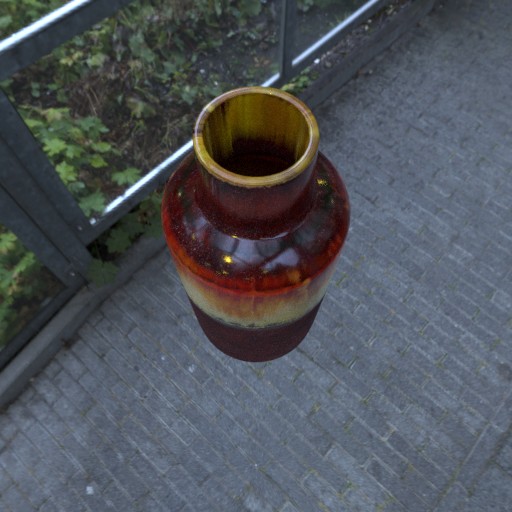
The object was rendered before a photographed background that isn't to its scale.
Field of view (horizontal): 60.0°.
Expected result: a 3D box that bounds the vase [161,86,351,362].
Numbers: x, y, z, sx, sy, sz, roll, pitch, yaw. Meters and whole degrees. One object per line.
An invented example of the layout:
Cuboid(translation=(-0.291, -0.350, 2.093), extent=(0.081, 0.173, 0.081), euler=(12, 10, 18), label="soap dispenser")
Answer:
Cuboid(translation=(0.000, 0.000, 0.317), extent=(0.111, 0.261, 0.111), euler=(0, 65, 0), label="vase")
